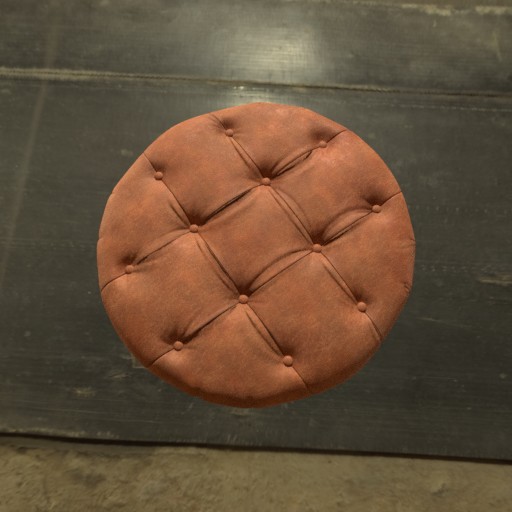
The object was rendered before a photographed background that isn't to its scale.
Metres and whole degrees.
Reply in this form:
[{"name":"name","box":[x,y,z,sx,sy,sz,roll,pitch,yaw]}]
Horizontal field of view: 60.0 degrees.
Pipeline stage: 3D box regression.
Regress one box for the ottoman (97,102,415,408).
[{"name":"ottoman","box":[0.000,0.000,1.398,0.901,0.444,0.901,0,75,0]}]
